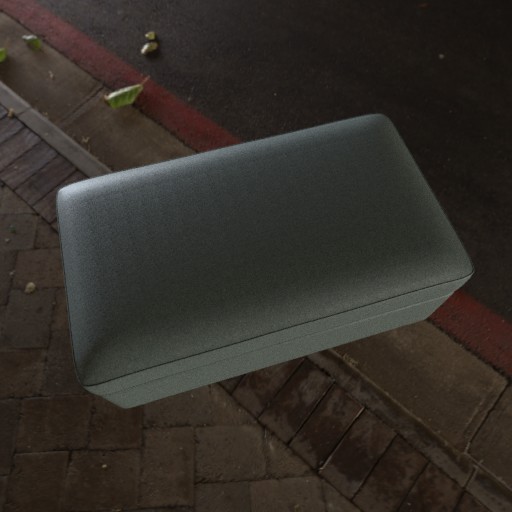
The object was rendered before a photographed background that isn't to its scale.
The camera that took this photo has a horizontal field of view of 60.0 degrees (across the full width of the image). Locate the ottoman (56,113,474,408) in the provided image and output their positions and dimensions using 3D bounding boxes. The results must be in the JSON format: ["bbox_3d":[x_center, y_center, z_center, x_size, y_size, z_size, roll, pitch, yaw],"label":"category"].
[{"bbox_3d":[0.000,0.000,1.539,1.173,0.494,0.681,-15,64,-7],"label":"ottoman"}]
